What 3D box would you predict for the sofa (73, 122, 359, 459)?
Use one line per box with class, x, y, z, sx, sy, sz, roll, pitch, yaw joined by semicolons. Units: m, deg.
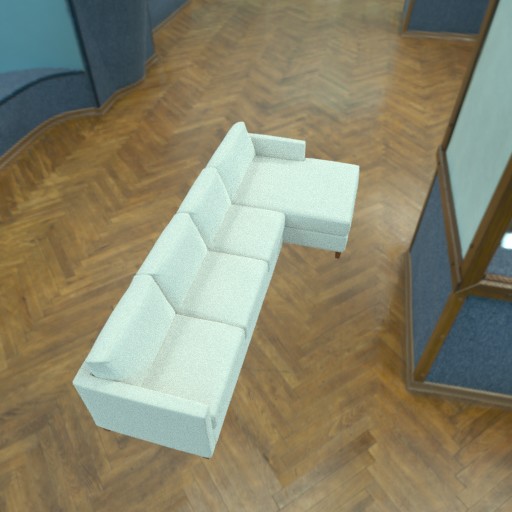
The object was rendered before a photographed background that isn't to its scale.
sofa;0.000;0.000;4.108;1.606;0.954;3.471;11;45;11
